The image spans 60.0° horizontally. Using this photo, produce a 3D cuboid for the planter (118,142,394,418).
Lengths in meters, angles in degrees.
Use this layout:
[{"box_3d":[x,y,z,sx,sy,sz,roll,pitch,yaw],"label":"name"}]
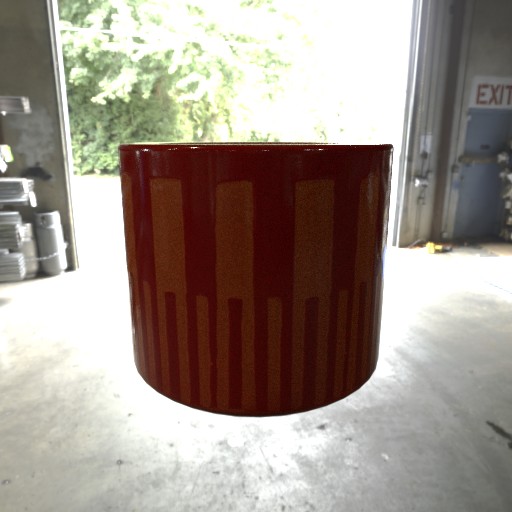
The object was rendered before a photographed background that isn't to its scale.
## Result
[{"box_3d":[0.000,0.000,0.408,0.230,0.202,0.230,0,15,0],"label":"planter"}]
